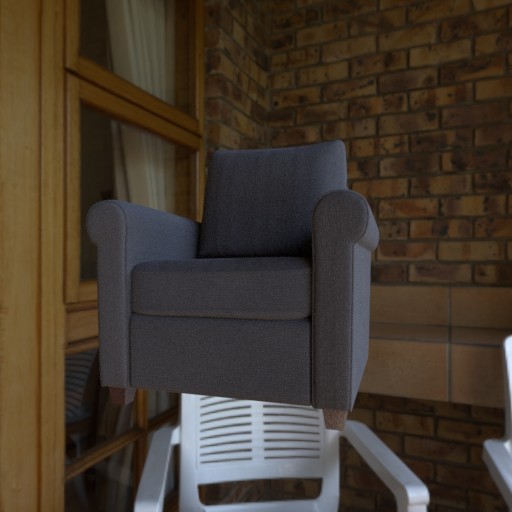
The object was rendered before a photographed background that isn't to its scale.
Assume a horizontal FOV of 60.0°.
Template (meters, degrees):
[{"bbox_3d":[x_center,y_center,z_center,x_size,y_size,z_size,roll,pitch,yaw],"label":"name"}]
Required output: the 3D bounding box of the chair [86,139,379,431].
[{"bbox_3d":[0.000,0.000,1.646,0.867,0.942,0.828,0,0,18],"label":"chair"}]
